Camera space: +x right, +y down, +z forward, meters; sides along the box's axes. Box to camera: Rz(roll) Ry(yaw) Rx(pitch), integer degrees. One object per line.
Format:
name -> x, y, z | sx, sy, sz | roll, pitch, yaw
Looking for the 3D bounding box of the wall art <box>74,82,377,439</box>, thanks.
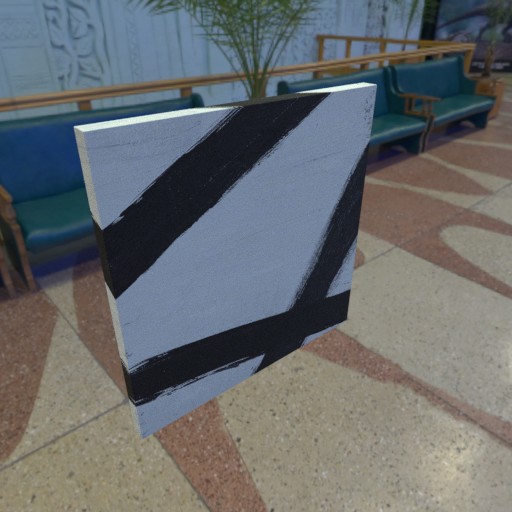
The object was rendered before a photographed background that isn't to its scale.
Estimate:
wall art -> 0.000, 0.000, 1.141 | 0.765, 0.765, 0.046 | -22, 36, -33
